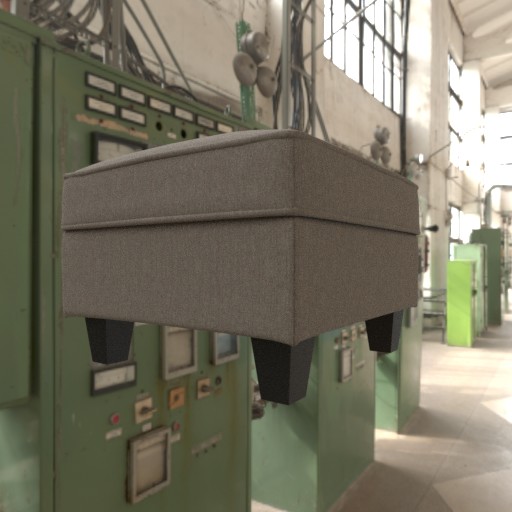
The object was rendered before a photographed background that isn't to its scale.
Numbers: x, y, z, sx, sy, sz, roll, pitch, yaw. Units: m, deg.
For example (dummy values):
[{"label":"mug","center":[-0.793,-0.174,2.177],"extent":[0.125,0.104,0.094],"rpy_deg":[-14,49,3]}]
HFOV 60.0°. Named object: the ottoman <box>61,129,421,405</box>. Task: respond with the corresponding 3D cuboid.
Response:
[{"label":"ottoman","center":[0.000,0.000,1.375],"extent":[0.808,0.612,0.871],"rpy_deg":[0,-1,36]}]
